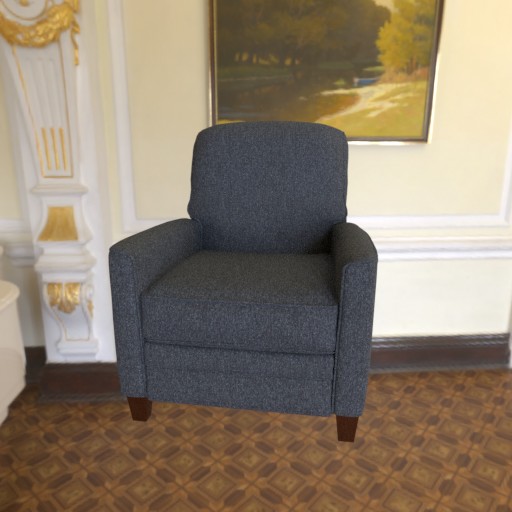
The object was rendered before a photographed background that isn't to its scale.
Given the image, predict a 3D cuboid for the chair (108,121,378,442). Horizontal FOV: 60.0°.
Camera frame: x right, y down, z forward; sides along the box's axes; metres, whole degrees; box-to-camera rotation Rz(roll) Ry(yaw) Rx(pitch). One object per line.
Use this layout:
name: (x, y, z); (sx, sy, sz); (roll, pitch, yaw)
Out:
chair: (0.000, 0.000, 1.688); (0.839, 1.016, 0.850); (2, 15, 9)
